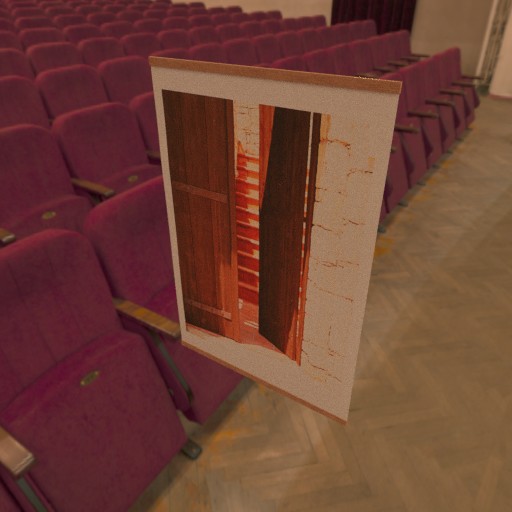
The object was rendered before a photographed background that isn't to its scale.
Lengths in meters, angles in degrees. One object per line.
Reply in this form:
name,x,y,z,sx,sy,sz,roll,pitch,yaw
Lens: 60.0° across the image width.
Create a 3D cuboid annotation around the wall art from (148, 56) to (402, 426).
wall art,0.000,0.000,1.925,1.019,1.527,0.019,19,36,28
